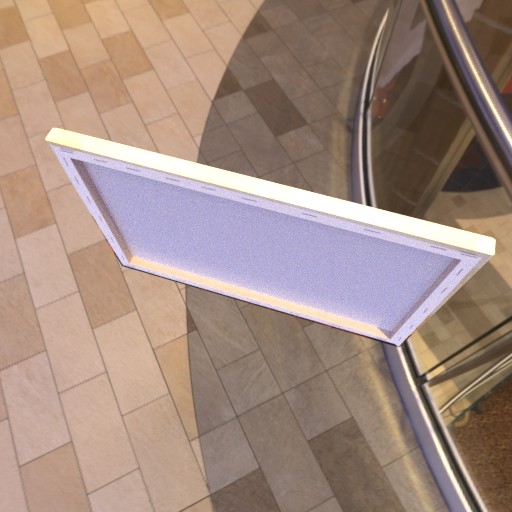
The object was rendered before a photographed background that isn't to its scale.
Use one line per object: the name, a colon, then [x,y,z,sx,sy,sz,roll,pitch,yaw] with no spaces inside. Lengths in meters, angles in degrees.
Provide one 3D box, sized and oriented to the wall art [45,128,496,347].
wall art: [0.000,0.000,1.141,0.918,0.602,0.038,16,64,8]
